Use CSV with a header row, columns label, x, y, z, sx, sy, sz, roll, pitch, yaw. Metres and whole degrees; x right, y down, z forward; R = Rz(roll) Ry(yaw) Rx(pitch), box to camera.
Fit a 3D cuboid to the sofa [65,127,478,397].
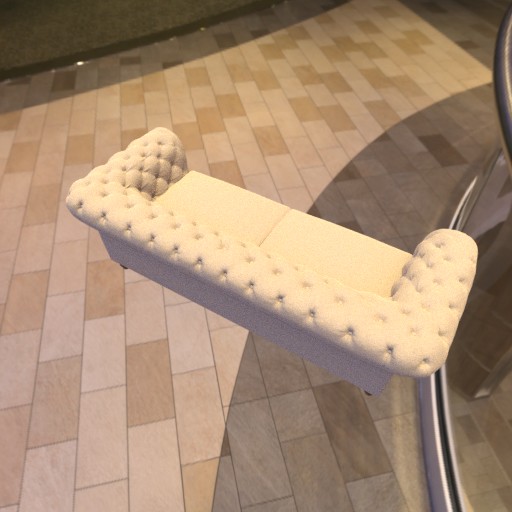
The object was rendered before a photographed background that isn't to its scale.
label,x,y,z,sx,sy,sz,roll,pitch,yaw
sofa,0.000,0.000,3.146,2.694,0.847,1.076,24,51,21
